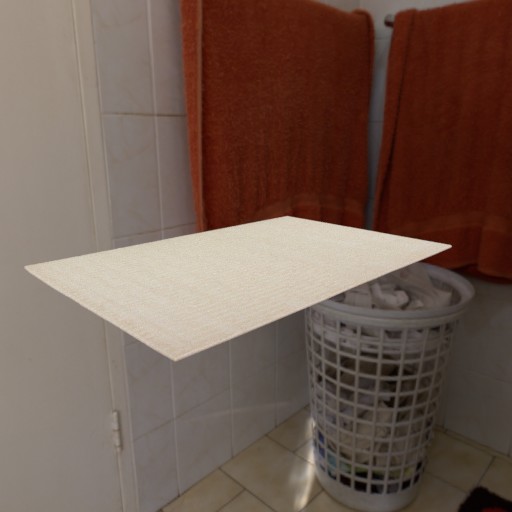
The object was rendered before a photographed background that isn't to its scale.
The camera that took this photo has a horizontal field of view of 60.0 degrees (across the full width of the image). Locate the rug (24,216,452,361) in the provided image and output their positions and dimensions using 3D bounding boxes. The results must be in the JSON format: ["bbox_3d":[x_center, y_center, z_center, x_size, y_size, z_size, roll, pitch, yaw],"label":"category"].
[{"bbox_3d":[0.000,0.000,2.263,1.848,0.014,1.238,-15,21,-42],"label":"rug"}]
